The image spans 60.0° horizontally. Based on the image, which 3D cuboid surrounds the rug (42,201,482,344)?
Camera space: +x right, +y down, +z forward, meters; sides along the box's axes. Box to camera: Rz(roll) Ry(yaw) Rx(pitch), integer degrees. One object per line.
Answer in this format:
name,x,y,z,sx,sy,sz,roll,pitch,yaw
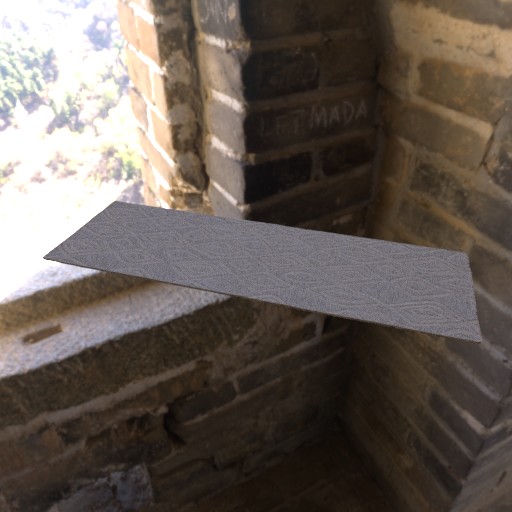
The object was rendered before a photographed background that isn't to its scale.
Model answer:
rug,0.000,0.000,2.657,2.436,0.013,0.807,10,35,14
